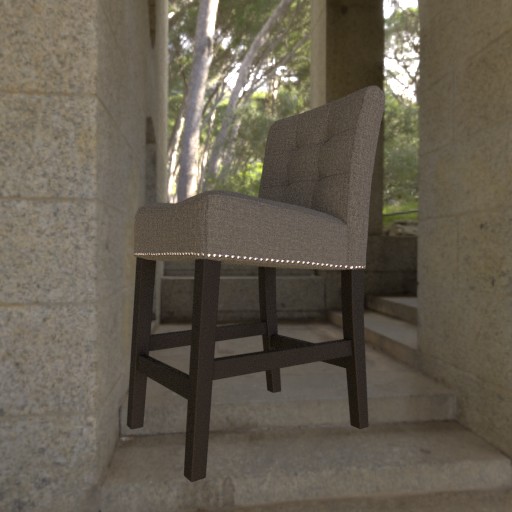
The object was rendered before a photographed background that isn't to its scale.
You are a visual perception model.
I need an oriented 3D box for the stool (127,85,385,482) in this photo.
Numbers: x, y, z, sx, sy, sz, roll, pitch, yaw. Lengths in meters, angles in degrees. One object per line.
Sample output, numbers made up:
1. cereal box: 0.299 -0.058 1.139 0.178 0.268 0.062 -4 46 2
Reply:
1. stool: 0.000 0.000 1.170 0.571 0.885 0.427 0 1 -36
